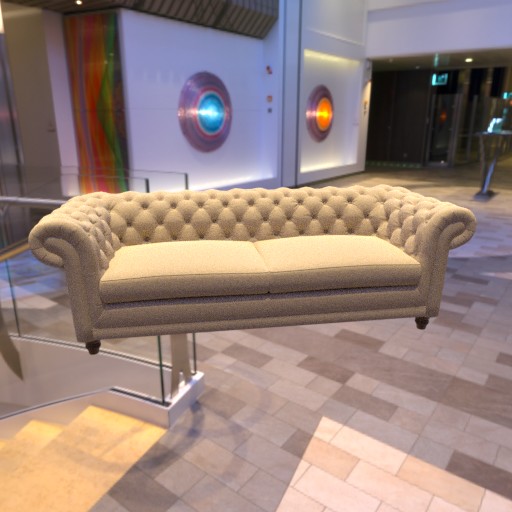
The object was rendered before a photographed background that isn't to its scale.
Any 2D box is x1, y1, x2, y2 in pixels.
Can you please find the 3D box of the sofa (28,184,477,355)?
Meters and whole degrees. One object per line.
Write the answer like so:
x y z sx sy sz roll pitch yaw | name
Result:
0.000 0.000 3.112 2.694 0.847 1.076 -3 18 -9 | sofa
